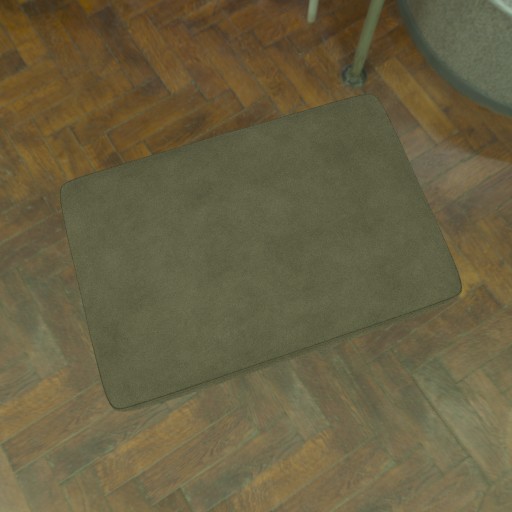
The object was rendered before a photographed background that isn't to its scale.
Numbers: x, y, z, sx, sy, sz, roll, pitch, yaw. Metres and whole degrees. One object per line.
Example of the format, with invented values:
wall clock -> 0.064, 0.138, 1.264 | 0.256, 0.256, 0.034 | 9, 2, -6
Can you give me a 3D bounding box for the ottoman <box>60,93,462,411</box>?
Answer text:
ottoman -> 0.000, 0.000, 1.218 | 0.864, 0.483, 0.584 | -18, 76, -4
